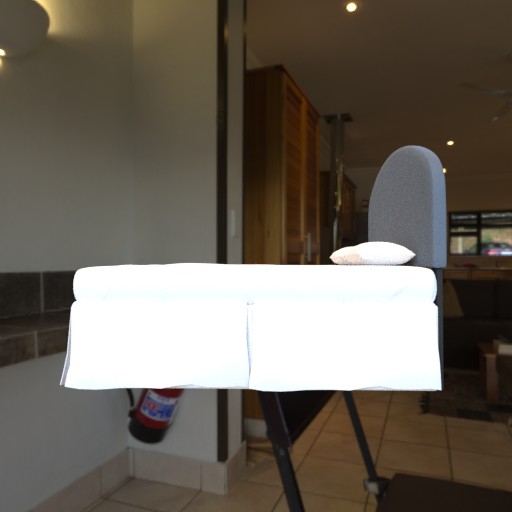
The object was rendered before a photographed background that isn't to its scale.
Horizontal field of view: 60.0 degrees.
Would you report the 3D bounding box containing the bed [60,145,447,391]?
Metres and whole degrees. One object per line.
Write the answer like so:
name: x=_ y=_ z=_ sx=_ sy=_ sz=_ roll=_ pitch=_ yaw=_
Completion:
bed: x=0.000 y=0.000 z=3.048 sx=2.005 sy=1.410 sz=1.607 roll=0 pitch=-1 yaw=2
